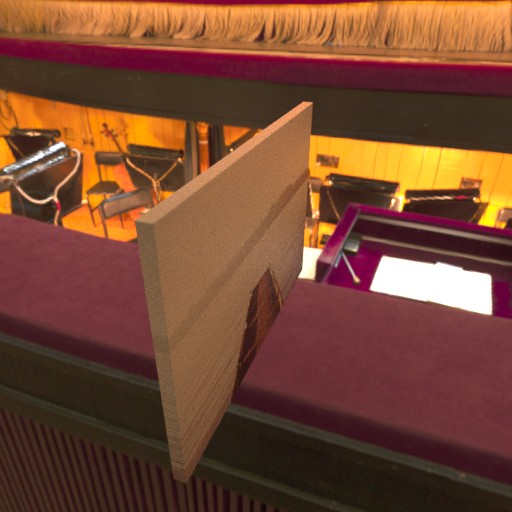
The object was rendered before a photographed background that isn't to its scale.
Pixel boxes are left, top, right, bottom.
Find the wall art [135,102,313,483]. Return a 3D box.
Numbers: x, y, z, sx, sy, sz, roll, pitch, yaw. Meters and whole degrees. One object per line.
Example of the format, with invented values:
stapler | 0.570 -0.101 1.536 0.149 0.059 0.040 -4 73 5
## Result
wall art | 0.000 0.000 0.778 0.021 0.410 0.615 11 32 18
